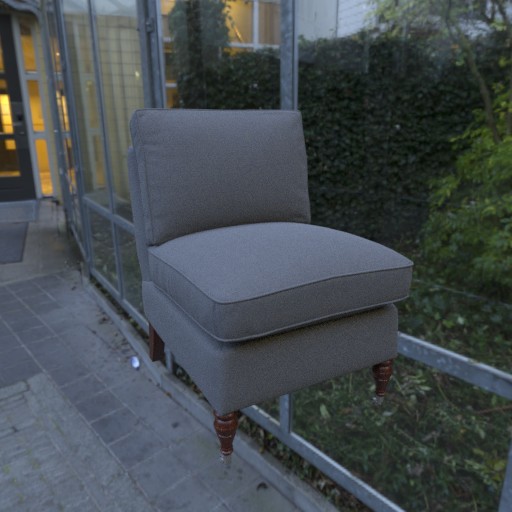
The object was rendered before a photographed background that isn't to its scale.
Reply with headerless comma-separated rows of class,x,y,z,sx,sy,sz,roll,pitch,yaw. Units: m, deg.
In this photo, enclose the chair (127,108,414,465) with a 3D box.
chair,0.000,0.000,1.645,0.724,1.045,0.924,-9,19,-27
